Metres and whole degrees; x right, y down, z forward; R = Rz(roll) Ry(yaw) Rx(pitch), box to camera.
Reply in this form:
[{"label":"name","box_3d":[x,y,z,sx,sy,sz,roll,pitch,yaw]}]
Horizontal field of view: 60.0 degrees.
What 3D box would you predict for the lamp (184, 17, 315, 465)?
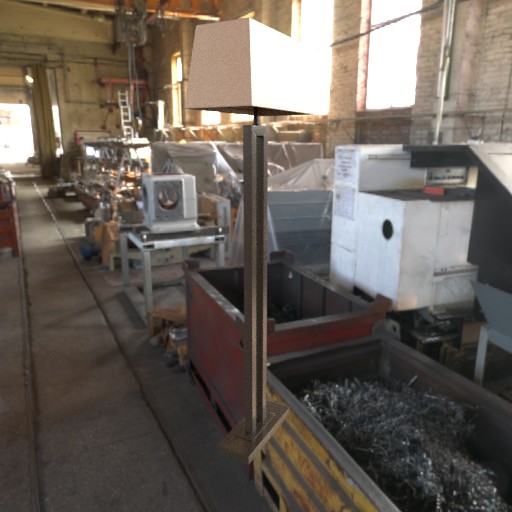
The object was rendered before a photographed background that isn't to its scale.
[{"label":"lamp","box_3d":[0.000,0.000,1.606,0.233,1.469,0.475,8,16,28]}]
